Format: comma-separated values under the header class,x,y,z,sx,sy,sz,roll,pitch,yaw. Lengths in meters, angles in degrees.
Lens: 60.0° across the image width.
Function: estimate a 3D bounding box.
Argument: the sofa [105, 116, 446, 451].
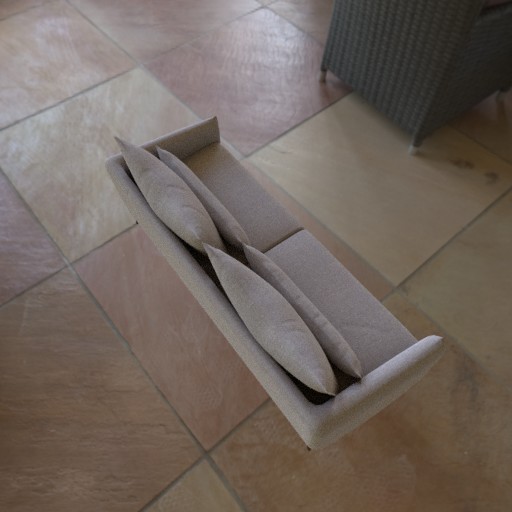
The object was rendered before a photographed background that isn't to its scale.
class,x,y,z,sx,sy,sz,roll,pitch,yaw
sofa,0.000,0.000,2.454,0.809,0.833,2.022,-33,63,-19
